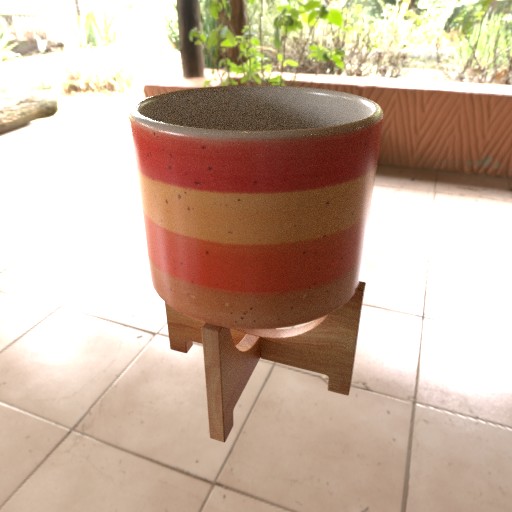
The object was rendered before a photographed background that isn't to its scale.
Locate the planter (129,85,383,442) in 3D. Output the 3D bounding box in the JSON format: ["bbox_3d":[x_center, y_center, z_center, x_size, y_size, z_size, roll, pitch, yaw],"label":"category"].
[{"bbox_3d":[0.000,0.000,0.405,0.199,0.268,0.199,0,29,0],"label":"planter"}]
